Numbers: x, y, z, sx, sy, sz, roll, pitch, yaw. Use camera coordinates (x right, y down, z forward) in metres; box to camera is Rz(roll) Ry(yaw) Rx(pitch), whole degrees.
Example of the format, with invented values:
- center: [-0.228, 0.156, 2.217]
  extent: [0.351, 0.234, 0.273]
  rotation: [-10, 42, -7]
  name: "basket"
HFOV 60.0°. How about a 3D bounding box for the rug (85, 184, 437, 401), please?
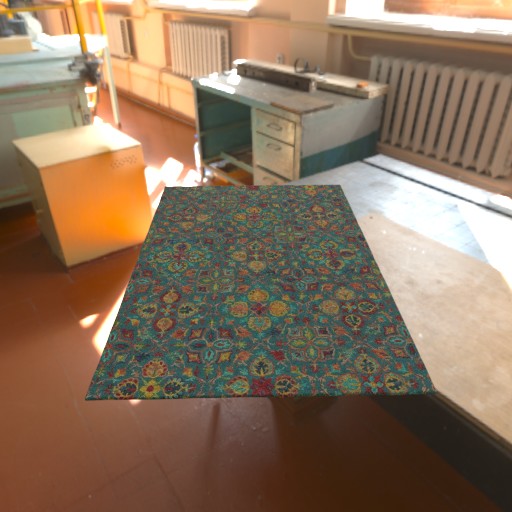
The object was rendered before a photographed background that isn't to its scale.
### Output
- center: [0.000, 0.000, 2.880]
  extent: [1.527, 0.016, 2.290]
  rotation: [-1, 32, -1]
  name: "rug"
